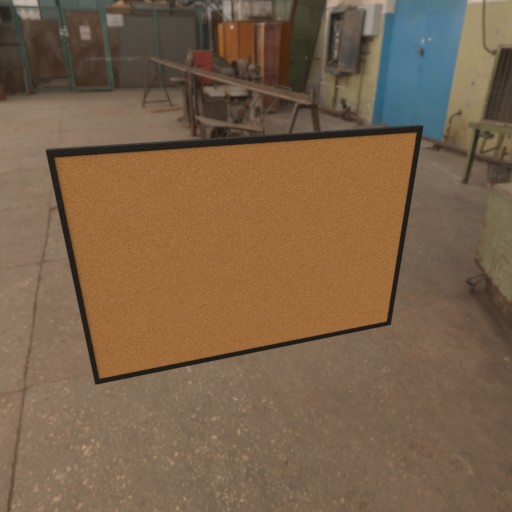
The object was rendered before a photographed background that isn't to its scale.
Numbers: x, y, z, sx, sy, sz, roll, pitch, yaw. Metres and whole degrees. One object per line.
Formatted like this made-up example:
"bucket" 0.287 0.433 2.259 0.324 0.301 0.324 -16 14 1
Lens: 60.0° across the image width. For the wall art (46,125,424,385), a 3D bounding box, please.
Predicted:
"wall art" 0.000 0.000 0.861 0.664 0.458 0.013 -8 28 -16
